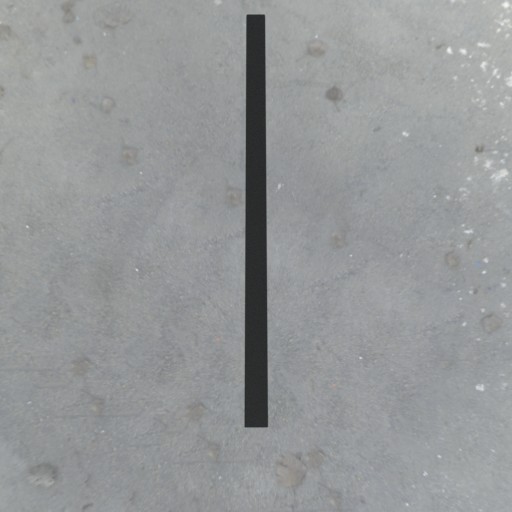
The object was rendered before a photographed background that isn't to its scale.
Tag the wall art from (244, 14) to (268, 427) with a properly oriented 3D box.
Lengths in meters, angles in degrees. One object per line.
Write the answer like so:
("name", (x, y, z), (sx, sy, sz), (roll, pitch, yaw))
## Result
("wall art", (0.000, 0.000, 0.689), (0.021, 0.508, 0.432), (0, 77, 0))
